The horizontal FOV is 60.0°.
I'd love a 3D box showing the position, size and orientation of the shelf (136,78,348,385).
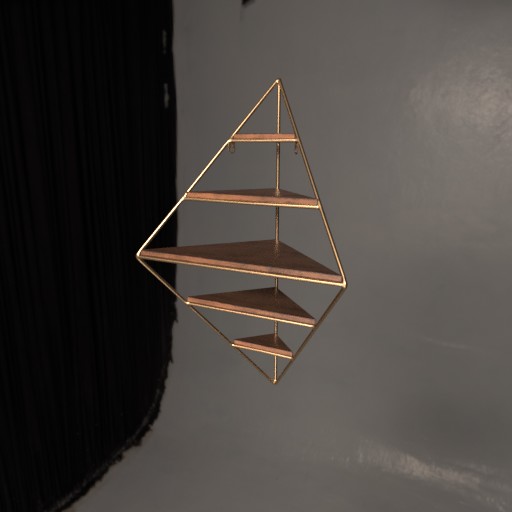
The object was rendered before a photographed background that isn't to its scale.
[{"bbox_3d":[0.000,0.000,1.172,0.564,0.913,0.294,7,16,25],"label":"shelf"}]
